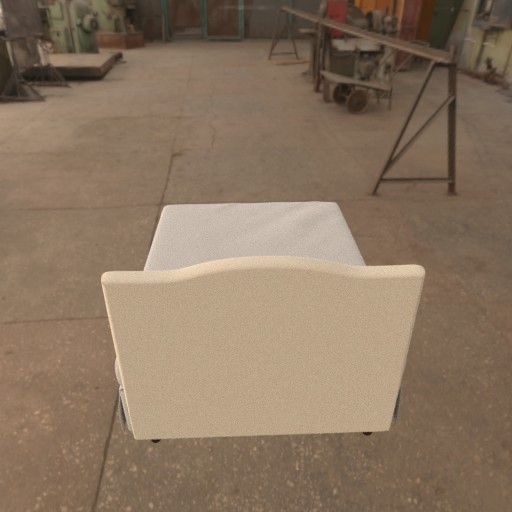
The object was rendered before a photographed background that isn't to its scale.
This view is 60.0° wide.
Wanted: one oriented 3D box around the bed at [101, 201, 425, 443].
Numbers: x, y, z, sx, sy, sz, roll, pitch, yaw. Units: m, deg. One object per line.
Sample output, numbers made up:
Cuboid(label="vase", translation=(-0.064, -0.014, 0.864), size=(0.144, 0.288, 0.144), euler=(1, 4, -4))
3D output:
Cuboid(label="bed", translation=(0.000, 0.000, 3.670), size=(1.977, 1.437, 2.477), euler=(-1, 32, -2))
